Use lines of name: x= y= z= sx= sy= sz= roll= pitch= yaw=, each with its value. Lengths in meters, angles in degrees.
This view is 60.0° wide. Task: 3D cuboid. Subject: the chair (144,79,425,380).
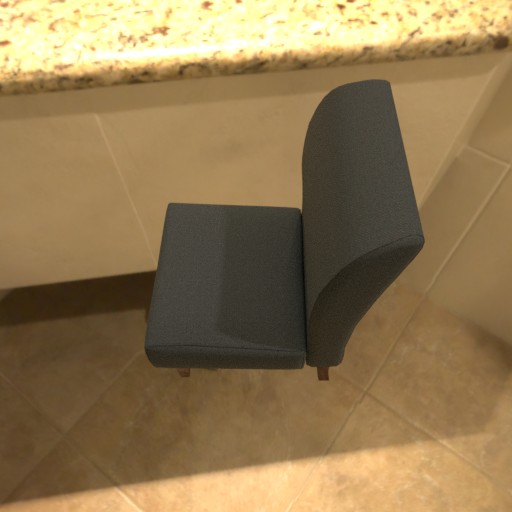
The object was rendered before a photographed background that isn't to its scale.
chair: x=0.000 y=0.000 z=1.200 sx=0.592 sy=0.804 sz=0.513 roll=0 pitch=57 yaw=0
